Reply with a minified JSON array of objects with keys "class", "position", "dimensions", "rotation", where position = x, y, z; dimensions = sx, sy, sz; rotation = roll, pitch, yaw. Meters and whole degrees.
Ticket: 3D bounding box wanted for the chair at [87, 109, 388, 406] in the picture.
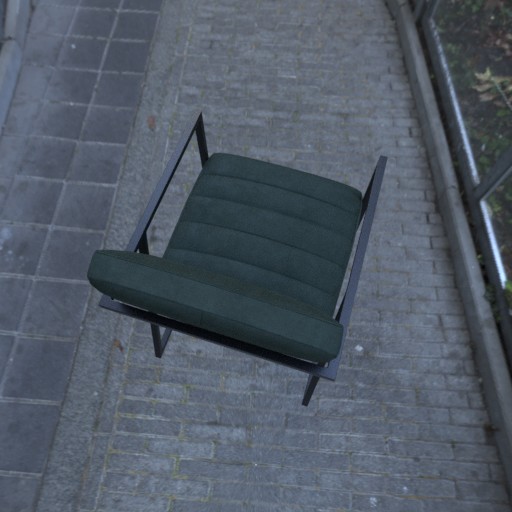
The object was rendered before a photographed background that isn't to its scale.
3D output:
[{"class":"chair","position":[0.000,0.000,1.319],"dimensions":[0.571,0.833,0.677],"rotation":[16,66,8]}]
